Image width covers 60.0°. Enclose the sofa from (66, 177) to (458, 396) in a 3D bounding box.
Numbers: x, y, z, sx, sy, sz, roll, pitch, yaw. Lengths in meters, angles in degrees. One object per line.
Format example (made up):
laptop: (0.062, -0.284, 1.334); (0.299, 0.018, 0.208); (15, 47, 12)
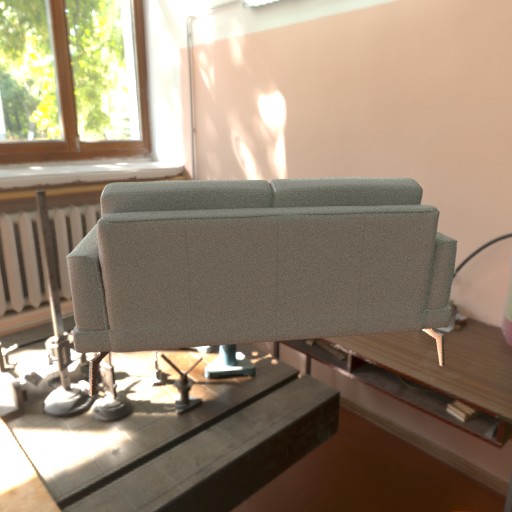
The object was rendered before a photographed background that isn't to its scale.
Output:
sofa: (0.000, 0.000, 2.490); (1.819, 0.930, 1.121); (-2, 16, -8)
